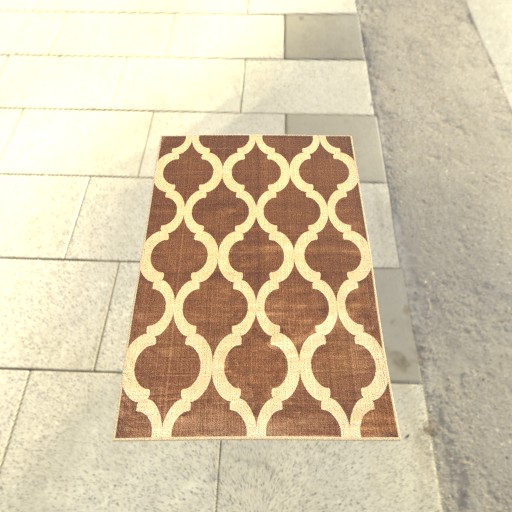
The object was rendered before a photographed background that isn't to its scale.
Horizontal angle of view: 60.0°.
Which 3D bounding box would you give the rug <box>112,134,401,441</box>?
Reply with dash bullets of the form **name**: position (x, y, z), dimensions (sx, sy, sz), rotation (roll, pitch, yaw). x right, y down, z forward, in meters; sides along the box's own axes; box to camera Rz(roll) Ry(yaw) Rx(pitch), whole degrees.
- **rug**: position (0.000, 0.000, 2.928), dimensions (1.526, 0.014, 2.290), rotation (0, 58, 0)
